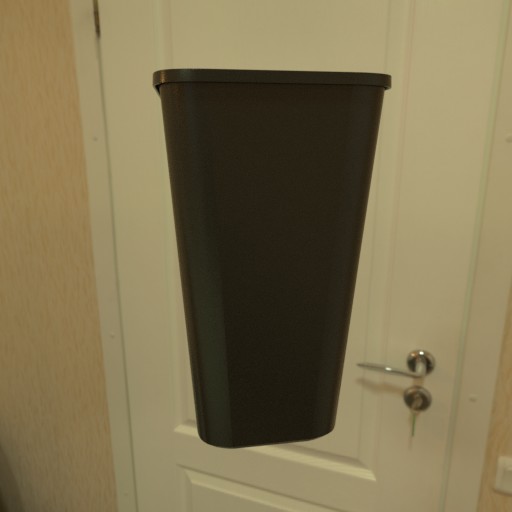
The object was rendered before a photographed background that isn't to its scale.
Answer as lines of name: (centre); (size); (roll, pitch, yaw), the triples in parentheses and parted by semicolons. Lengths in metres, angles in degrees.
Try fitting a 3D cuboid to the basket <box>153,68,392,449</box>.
basket: (0.000, 0.000, 0.736); (0.287, 0.521, 0.394); (-2, 15, -9)
